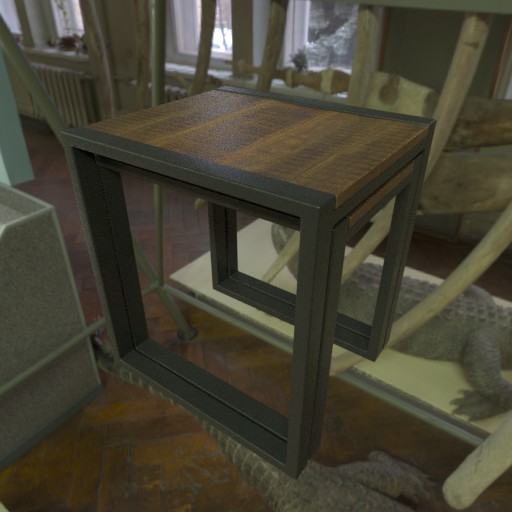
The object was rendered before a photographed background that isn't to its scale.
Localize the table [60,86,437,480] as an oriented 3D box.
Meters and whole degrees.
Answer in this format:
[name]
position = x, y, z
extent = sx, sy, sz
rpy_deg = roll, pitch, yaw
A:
[table]
position = 0.000, 0.000, 0.931
extent = 0.500, 0.550, 0.449
rpy_deg = 21, 38, 29
